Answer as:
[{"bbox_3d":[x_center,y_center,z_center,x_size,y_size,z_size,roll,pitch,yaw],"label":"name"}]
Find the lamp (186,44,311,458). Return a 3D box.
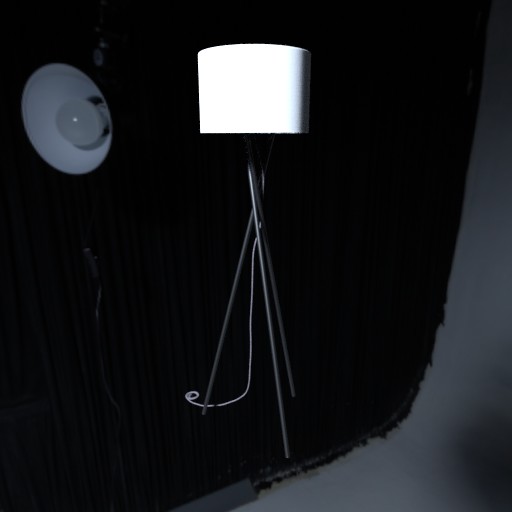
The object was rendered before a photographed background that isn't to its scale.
[{"bbox_3d":[0.000,0.000,1.963,0.522,1.624,0.667,-8,17,-26],"label":"lamp"}]
